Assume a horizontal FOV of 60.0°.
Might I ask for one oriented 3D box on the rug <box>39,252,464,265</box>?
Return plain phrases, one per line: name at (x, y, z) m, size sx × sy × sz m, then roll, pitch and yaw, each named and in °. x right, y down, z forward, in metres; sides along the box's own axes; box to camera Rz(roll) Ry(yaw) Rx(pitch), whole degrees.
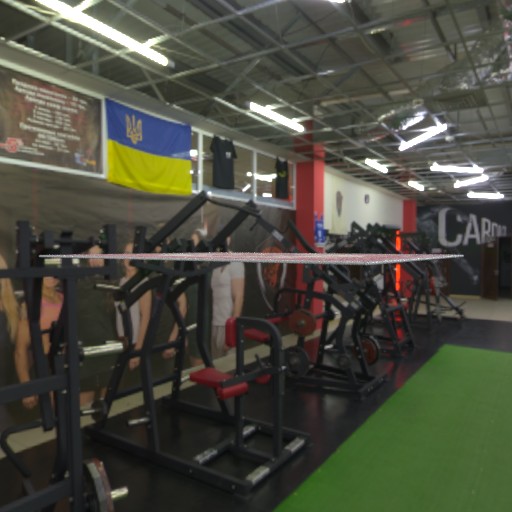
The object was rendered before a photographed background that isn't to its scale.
rug at (0.000, 0.000, 4.120) m, size 3.123 × 0.017 × 2.447 m, roll 1°, pitch 1°, yaw 35°
